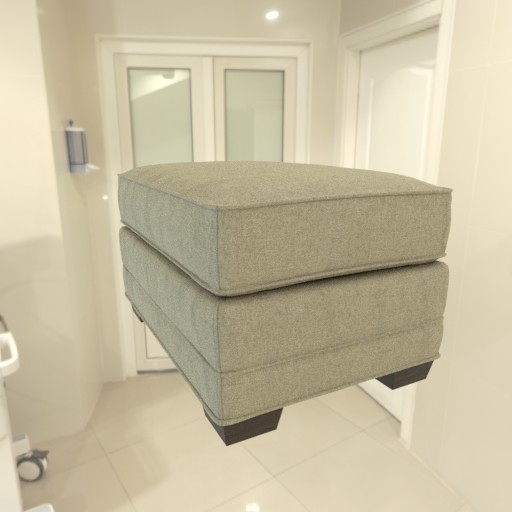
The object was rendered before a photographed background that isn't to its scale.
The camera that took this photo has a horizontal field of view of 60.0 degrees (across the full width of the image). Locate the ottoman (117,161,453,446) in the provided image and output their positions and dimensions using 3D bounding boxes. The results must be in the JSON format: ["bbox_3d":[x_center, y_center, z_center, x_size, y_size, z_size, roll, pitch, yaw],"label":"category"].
[{"bbox_3d":[0.000,0.000,1.240,0.611,0.508,0.848,-8,16,-27],"label":"ottoman"}]
